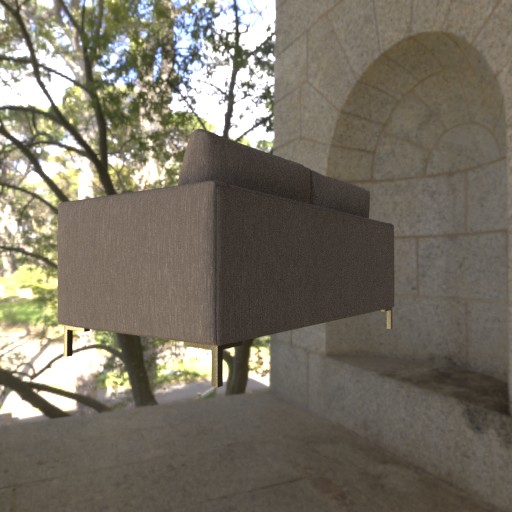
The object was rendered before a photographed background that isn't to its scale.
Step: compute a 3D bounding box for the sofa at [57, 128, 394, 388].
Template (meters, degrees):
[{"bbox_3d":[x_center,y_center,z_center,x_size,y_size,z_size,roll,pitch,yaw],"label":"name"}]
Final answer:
[{"bbox_3d":[0.000,0.000,2.236,0.875,0.840,1.682,-1,-2,35],"label":"sofa"}]
